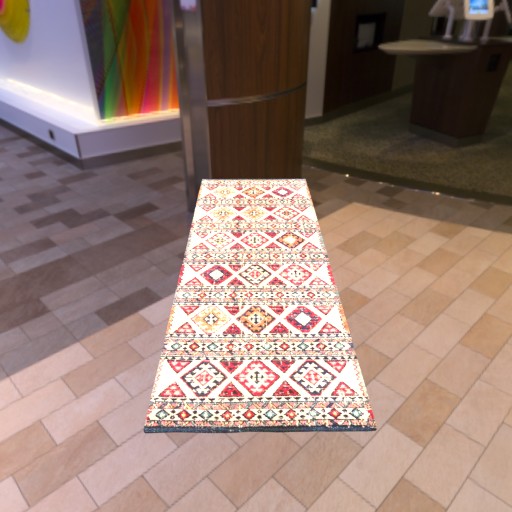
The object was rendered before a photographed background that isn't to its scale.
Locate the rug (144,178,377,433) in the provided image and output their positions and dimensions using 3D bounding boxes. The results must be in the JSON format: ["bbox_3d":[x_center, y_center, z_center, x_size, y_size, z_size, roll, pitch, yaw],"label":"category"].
[{"bbox_3d":[0.000,0.000,2.564,0.832,0.008,2.362,0,32,-1],"label":"rug"}]
